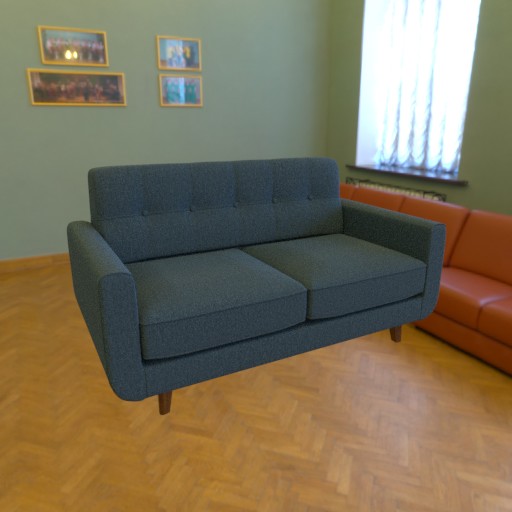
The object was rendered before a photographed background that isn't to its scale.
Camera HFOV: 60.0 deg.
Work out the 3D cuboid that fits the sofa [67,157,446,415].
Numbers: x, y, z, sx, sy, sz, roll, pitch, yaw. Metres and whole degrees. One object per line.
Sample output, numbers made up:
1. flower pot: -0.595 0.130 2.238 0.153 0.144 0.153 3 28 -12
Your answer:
1. sofa: 0.000 0.000 2.223 1.651 0.896 0.942 -9 19 -27
